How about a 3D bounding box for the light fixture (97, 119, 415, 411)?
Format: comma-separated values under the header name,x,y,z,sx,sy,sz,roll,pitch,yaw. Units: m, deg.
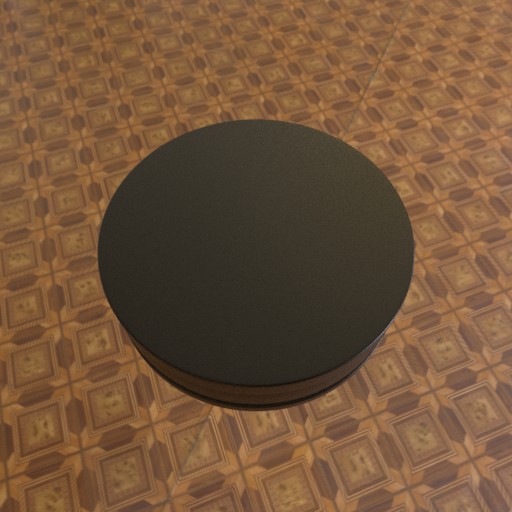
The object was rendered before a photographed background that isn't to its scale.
name,x,y,z,sx,sy,sz,roll,pitch,yaw
light fixture,0.000,0.000,0.438,0.283,0.097,0.283,0,59,0
